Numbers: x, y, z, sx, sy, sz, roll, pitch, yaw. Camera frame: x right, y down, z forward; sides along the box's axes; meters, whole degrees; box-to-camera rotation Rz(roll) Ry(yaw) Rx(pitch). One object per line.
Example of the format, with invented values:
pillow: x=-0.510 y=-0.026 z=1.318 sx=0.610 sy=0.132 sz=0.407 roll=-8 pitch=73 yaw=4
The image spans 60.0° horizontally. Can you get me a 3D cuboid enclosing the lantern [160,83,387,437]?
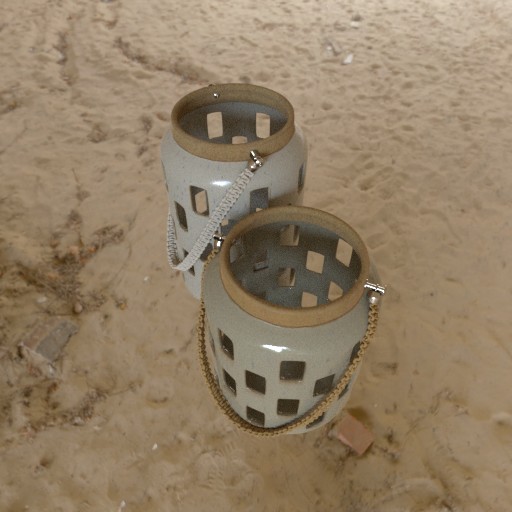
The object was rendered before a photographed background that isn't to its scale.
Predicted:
lantern: x=0.000 y=0.000 z=0.495 sx=0.184 sy=0.255 sz=0.347 roll=-15 pitch=49 yaw=-14
